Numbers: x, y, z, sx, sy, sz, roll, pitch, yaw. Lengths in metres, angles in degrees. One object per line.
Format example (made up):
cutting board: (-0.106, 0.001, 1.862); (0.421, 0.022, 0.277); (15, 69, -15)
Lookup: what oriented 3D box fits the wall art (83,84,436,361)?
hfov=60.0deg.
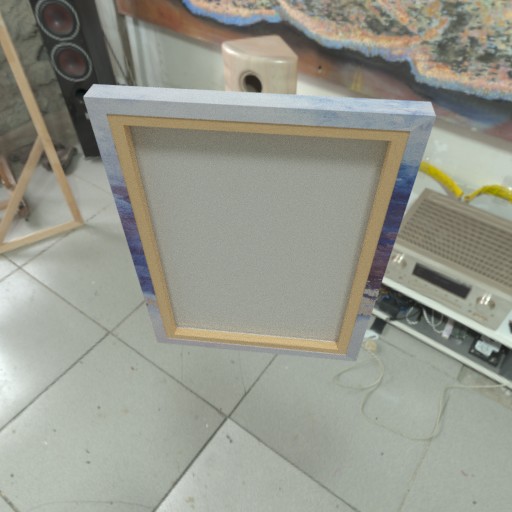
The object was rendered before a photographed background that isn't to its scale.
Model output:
wall art: (0.000, 0.000, 0.771); (0.437, 0.581, 0.036); (5, 47, 4)
